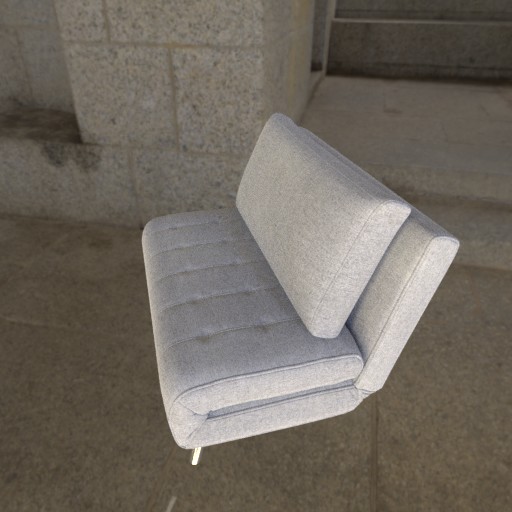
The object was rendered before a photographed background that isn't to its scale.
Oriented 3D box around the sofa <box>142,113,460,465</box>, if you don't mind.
[{"bbox_3d":[0.000,0.000,1.854,0.910,0.910,1.220,-8,32,-13],"label":"sofa"}]
